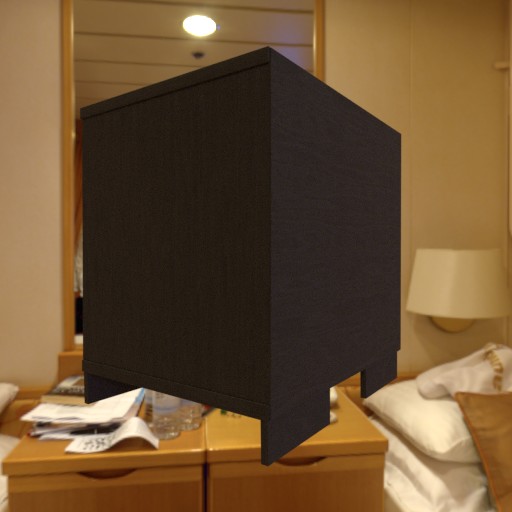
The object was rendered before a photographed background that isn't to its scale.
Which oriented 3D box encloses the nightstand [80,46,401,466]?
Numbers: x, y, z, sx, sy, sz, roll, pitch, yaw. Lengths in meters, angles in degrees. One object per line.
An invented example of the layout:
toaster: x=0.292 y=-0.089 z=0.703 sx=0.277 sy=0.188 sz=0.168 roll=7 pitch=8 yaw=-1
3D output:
nightstand: x=0.000 y=0.000 z=0.741 sx=0.347 sy=0.448 sz=0.427 roll=0 pitch=1 yaw=36
